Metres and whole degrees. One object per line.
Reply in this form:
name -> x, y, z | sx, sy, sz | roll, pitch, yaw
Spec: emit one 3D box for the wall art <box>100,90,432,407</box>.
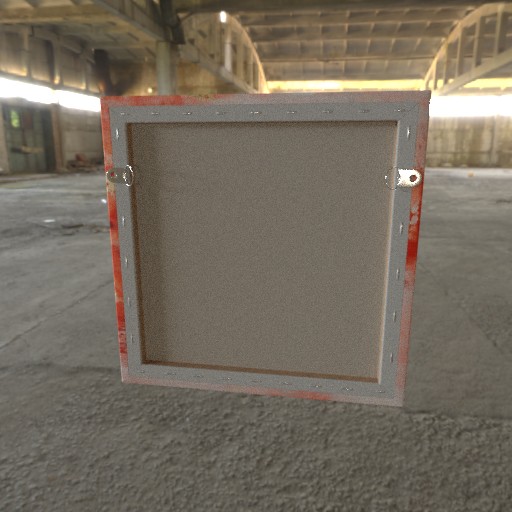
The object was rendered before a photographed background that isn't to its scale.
wall art -> 0.000, 0.000, 1.077 | 0.747, 0.746, 0.064 | 2, 14, 9
